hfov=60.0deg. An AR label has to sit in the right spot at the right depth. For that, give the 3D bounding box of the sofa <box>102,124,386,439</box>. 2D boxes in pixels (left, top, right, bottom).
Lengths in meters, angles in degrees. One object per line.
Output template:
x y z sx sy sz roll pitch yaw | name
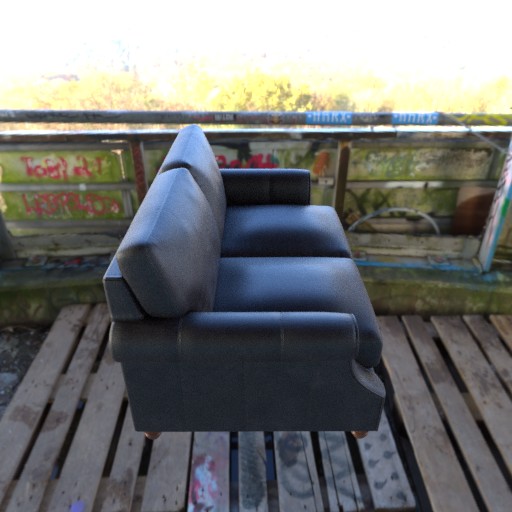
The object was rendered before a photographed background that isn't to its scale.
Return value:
0.000 0.000 2.279 1.030 0.979 1.663 0 31 0 | sofa
